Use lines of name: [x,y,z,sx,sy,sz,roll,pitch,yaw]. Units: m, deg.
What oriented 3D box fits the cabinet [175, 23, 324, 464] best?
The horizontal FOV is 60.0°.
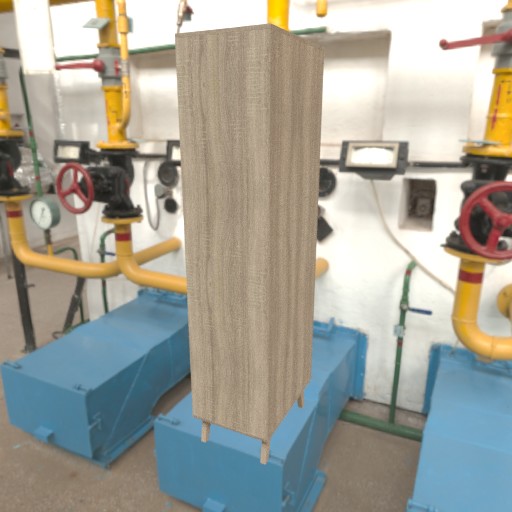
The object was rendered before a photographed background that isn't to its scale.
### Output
cabinet: [0.000,0.000,2.095,0.400,1.850,0.570,8,18,26]
